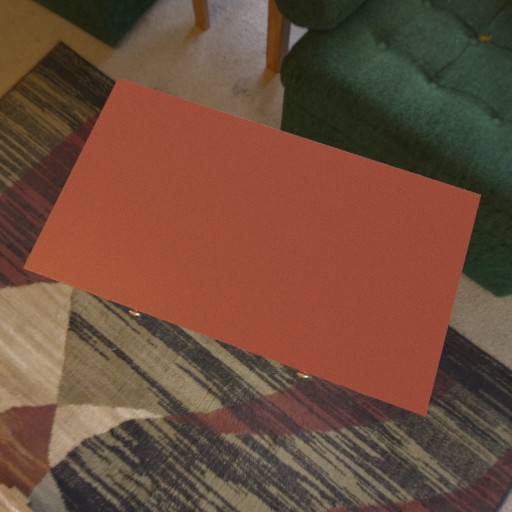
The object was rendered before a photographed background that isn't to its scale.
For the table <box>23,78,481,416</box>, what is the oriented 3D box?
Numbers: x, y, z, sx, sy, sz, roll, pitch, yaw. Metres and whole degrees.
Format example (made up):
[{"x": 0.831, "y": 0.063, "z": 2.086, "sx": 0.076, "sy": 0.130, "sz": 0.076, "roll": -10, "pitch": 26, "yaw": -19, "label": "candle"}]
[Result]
[{"x": 0.000, "y": 0.000, "z": 1.405, "sx": 1.068, "sy": 0.493, "sz": 0.612, "roll": 19, "pitch": 77, "yaw": 5, "label": "table"}]
